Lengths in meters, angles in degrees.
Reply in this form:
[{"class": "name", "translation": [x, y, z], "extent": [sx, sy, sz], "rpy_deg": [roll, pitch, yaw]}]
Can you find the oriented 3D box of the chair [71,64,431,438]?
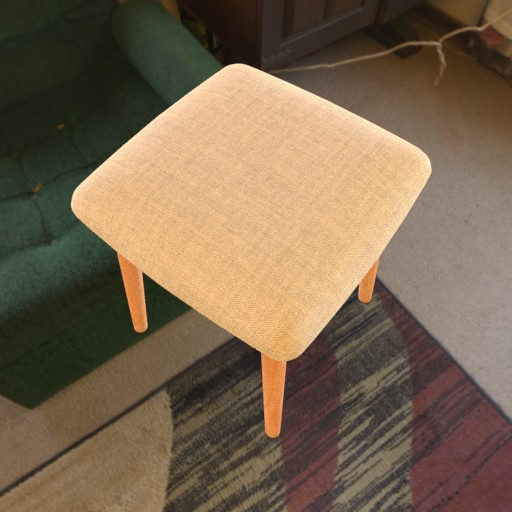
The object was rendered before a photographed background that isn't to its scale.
[{"class": "chair", "translation": [0.000, 0.000, 0.705], "extent": [0.350, 0.440, 0.350], "rpy_deg": [33, 64, 18]}]
